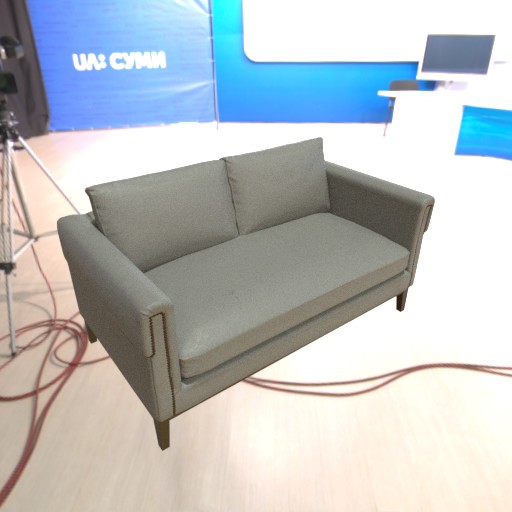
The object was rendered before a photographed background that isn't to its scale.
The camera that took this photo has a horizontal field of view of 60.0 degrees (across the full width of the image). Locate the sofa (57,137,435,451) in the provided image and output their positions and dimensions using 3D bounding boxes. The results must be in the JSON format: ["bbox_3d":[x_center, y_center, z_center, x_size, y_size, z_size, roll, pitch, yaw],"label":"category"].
[{"bbox_3d":[0.000,0.000,2.197,1.598,0.873,0.899,-20,35,-32],"label":"sofa"}]
